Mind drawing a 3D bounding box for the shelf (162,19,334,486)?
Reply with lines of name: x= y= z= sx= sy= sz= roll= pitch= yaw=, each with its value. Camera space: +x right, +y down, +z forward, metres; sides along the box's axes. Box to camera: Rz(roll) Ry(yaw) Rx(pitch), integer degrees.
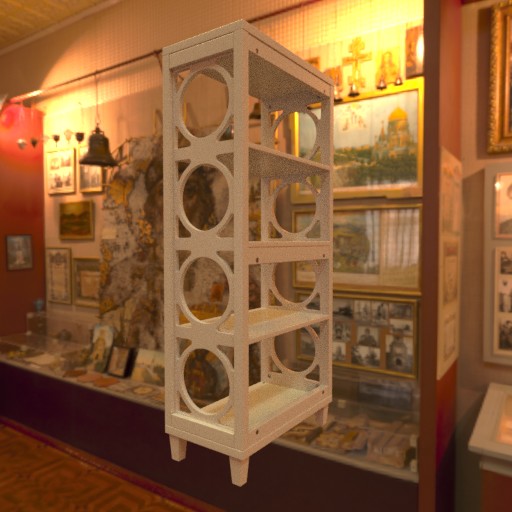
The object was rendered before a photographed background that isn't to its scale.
shelf: x=0.000 y=0.000 z=1.664 sx=0.340 sy=1.411 sz=0.611 roll=1 pitch=2 yaw=36
